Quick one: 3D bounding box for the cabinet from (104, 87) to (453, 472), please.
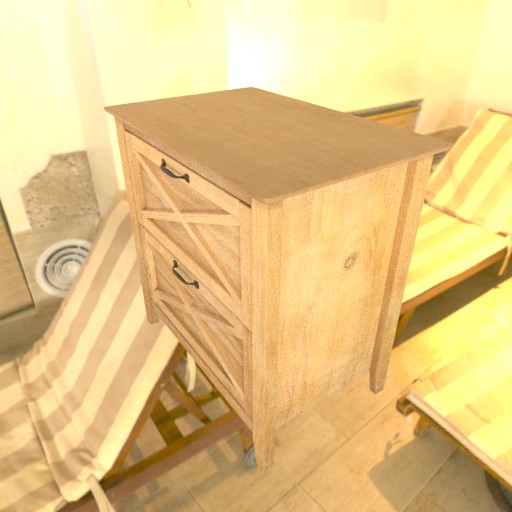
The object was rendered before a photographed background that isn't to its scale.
[{"bbox_3d":[0.000,0.000,1.280,0.503,0.762,0.763,-20,37,-29],"label":"cabinet"}]
